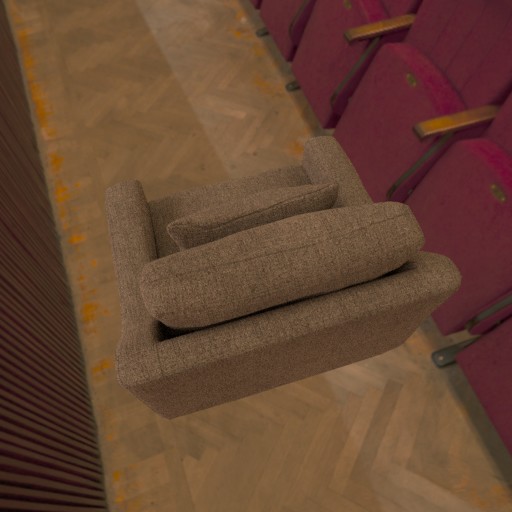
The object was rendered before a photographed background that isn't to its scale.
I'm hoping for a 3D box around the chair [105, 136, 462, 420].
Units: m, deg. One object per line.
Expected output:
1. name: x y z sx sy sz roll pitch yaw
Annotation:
1. chair: 0.000 0.000 1.876 1.138 1.037 1.009 -15 60 -9
